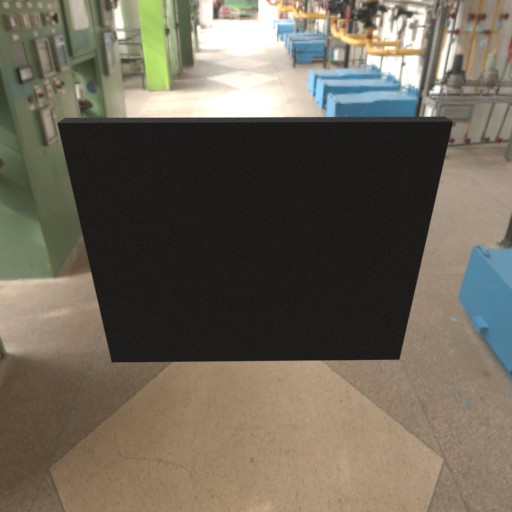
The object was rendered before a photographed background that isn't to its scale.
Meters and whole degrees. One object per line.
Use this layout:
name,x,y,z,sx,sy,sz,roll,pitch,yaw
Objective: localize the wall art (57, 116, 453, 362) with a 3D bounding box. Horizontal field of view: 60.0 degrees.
wall art,0.000,0.000,0.755,0.558,0.457,0.031,0,31,-1
